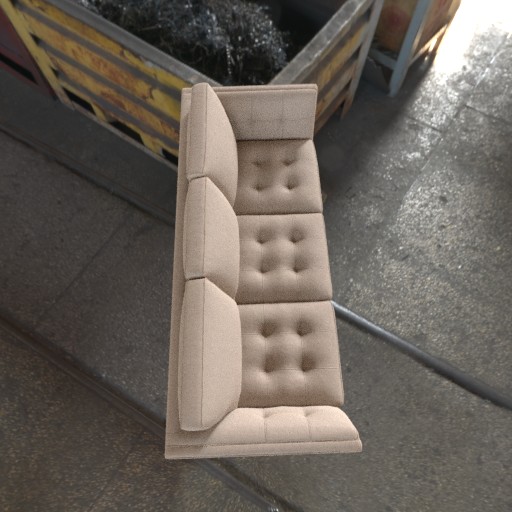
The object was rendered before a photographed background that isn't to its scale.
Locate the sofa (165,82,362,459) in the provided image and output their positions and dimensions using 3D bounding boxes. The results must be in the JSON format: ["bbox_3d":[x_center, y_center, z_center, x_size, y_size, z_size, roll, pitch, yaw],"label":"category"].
[{"bbox_3d":[0.000,0.000,2.898,0.965,0.940,2.388,-2,65,-1],"label":"sofa"}]
